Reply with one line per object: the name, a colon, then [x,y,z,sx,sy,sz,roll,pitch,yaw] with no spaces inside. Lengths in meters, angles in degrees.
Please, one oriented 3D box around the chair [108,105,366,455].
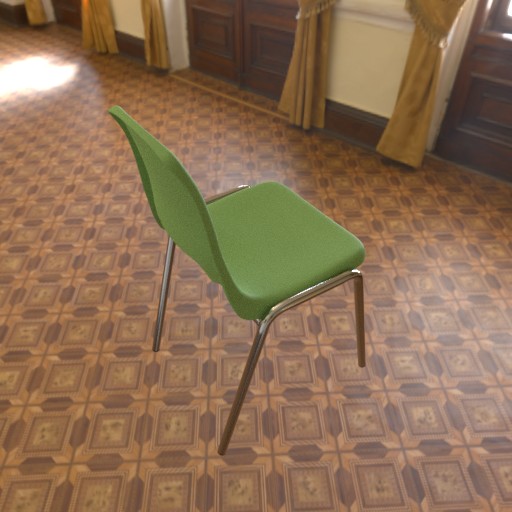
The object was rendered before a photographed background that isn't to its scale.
chair: [0.000,0.000,0.939,0.436,0.704,0.381,-25,47,-25]
